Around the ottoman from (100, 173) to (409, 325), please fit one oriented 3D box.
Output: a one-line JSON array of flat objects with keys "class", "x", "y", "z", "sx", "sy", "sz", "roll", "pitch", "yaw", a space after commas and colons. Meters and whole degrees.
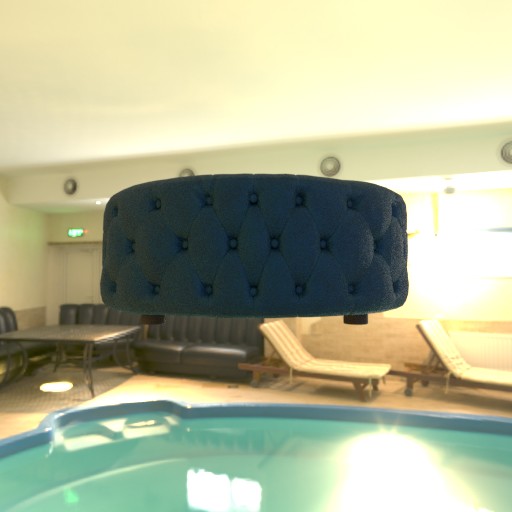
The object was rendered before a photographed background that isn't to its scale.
[{"class": "ottoman", "x": 0.000, "y": 0.000, "z": 1.524, "sx": 0.998, "sy": 0.398, "sz": 0.998, "roll": 0, "pitch": -2, "yaw": 0}]
